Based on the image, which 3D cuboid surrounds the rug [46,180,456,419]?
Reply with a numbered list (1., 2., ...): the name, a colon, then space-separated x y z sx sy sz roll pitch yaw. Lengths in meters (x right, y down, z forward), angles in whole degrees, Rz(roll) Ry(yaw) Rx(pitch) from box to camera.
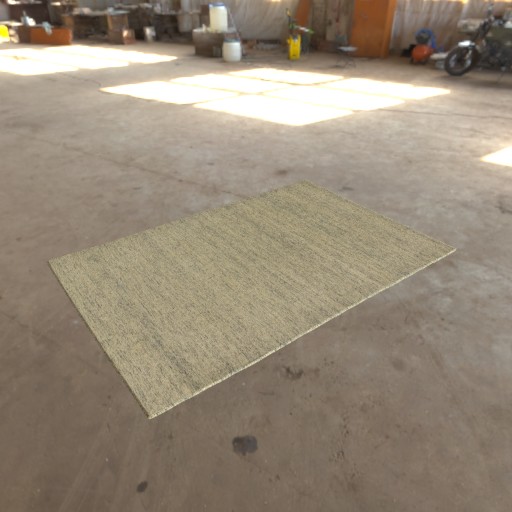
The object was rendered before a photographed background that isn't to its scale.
1. rug: 0.000 0.000 2.384 1.846 0.014 1.243 -22 38 -31
